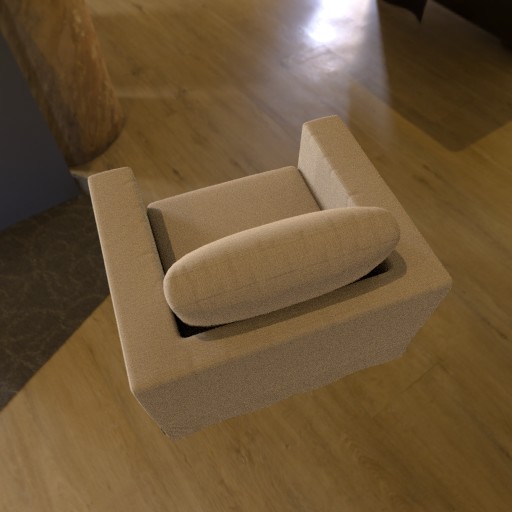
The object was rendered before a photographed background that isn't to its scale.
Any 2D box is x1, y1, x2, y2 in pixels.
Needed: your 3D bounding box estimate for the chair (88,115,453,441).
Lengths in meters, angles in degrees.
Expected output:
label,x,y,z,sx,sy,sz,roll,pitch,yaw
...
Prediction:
label,x,y,z,sx,sy,sz,roll,pitch,yaw
chair,0.000,0.000,1.813,1.150,0.878,0.957,-17,58,-11
